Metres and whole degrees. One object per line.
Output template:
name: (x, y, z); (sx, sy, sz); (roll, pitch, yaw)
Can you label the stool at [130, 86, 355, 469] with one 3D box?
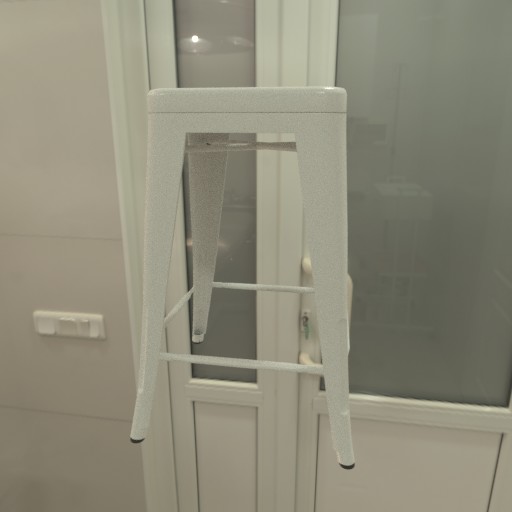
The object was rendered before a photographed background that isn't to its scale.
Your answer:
stool: (0.000, 0.000, 0.878); (0.406, 0.610, 0.406); (3, 17, 9)
